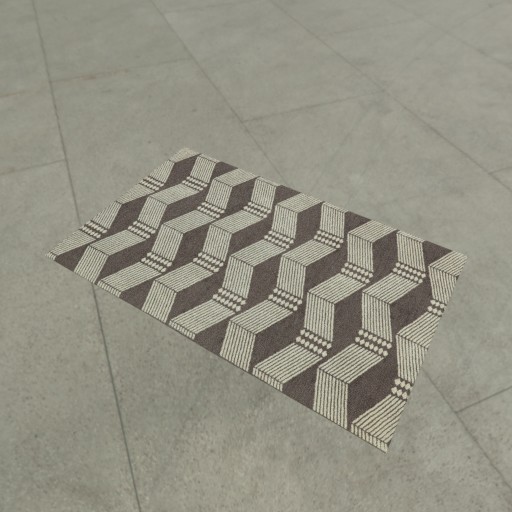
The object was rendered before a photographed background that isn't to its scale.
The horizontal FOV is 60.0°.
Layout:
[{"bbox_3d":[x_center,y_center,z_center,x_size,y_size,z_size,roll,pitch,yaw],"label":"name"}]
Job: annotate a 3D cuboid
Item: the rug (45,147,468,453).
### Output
[{"bbox_3d":[0.000,0.000,3.005,2.435,0.011,1.517,25,52,21],"label":"rug"}]
